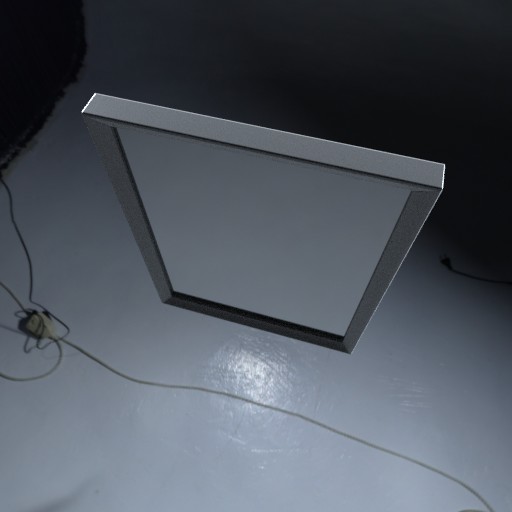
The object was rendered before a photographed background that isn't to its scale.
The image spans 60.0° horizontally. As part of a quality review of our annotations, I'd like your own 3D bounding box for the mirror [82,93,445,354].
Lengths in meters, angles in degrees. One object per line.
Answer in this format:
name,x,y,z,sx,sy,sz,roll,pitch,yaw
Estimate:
mirror,0.000,0.000,0.706,0.406,0.509,0.041,14,60,8
